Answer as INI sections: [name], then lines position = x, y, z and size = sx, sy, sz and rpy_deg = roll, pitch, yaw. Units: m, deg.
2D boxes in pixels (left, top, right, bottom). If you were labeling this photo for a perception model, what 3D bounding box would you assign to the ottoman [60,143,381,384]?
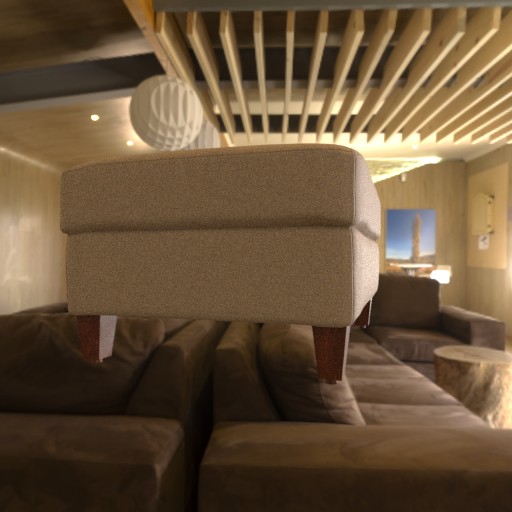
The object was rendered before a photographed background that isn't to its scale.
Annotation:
[ottoman]
position = 0.000, 0.000, 1.322
size = 0.692, 0.511, 0.902
rpy_deg = 0, 0, 18
